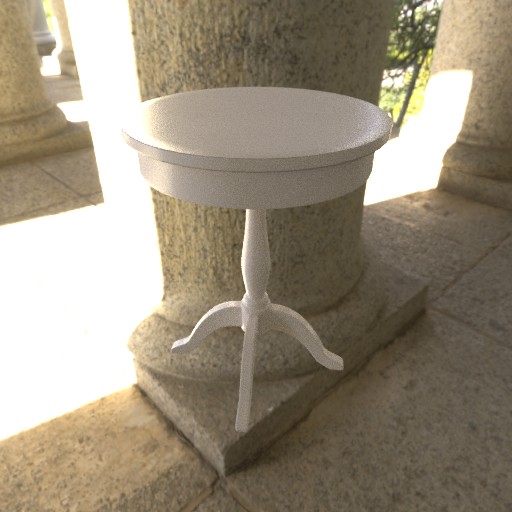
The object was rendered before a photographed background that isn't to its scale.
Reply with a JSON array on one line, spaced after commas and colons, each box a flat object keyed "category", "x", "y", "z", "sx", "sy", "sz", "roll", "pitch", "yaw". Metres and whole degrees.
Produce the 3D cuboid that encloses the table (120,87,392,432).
[{"category": "table", "x": 0.000, "y": 0.000, "z": 1.033, "sx": 0.513, "sy": 0.653, "sz": 0.513, "roll": 0, "pitch": 32, "yaw": 0}]
